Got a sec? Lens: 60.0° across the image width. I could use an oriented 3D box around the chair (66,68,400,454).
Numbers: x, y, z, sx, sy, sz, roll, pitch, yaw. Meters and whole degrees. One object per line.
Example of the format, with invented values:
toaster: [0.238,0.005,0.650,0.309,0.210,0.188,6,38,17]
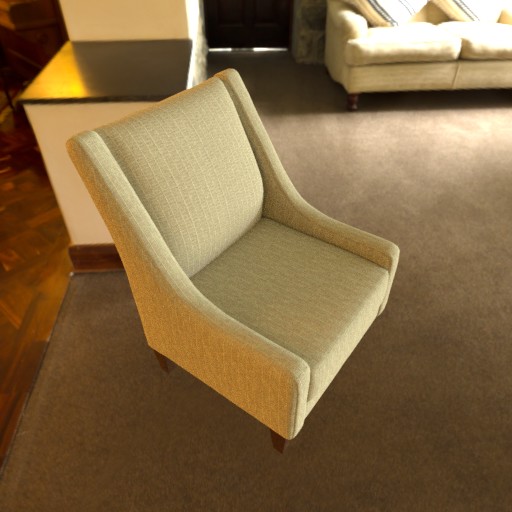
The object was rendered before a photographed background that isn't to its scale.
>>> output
chair: [0.000,0.000,1.645,0.870,1.014,0.774,26,47,27]
